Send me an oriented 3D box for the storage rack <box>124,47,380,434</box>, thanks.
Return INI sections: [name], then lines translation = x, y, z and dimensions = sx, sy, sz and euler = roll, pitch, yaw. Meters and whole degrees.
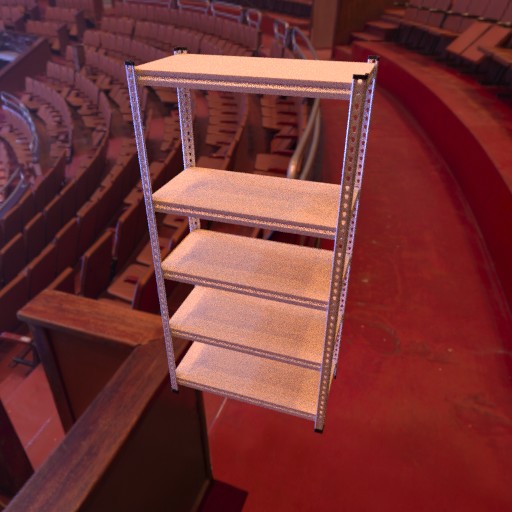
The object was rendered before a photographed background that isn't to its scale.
[storage rack]
translation = 0.000, 0.000, 2.226
dimensions = 0.914, 1.829, 0.457
euler = 10, 33, 16
